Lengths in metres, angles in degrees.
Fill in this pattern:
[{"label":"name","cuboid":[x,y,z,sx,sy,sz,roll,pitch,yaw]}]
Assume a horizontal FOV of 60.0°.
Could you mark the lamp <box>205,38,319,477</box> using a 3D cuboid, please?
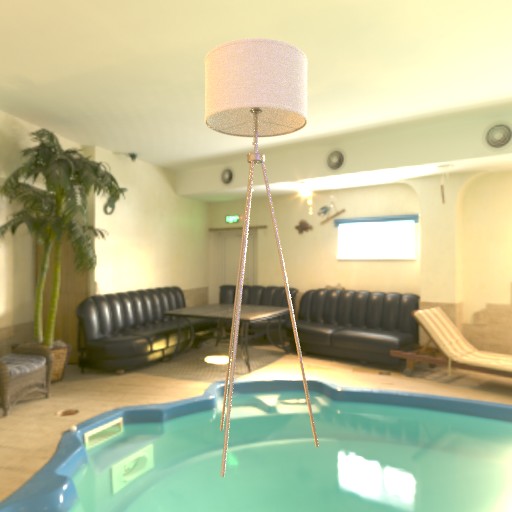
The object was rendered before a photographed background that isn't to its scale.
[{"label":"lamp","cuboid":[0.000,0.000,1.748,0.448,1.545,0.458,0,0,19]}]
